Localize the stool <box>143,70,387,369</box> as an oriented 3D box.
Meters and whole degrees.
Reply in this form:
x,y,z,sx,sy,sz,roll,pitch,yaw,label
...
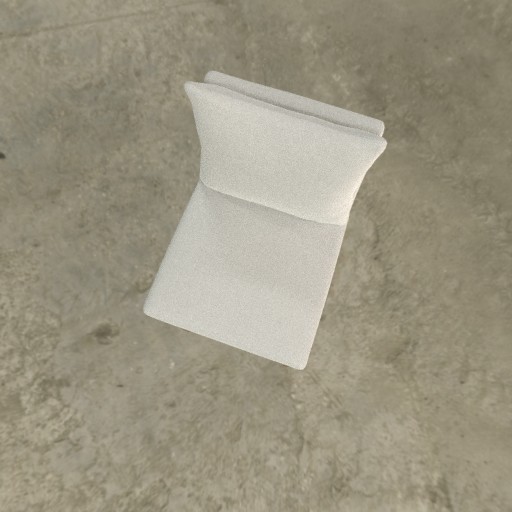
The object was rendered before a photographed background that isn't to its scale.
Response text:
x,y,z,sx,sy,sz,roll,pitch,yaw,label
0.000,0.000,1.371,0.463,1.032,0.572,18,76,5,stool
